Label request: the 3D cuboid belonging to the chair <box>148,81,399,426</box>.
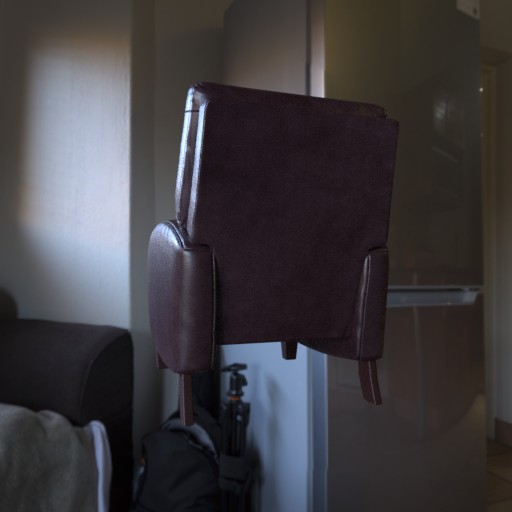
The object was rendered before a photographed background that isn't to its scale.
[{"bbox_3d":[0.000,0.000,1.702,0.762,0.990,0.990,0,-1,-18],"label":"chair"}]
